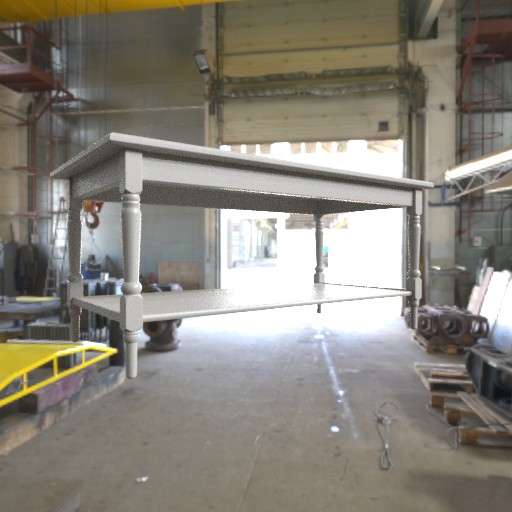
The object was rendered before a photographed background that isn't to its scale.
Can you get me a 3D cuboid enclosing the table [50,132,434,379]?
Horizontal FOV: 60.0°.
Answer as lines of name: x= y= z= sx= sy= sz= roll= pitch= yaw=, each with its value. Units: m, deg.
table: x=0.000 y=0.000 z=1.420 sx=1.109 sy=0.506 sz=0.551 roll=-1 pitch=1 yaw=-36
